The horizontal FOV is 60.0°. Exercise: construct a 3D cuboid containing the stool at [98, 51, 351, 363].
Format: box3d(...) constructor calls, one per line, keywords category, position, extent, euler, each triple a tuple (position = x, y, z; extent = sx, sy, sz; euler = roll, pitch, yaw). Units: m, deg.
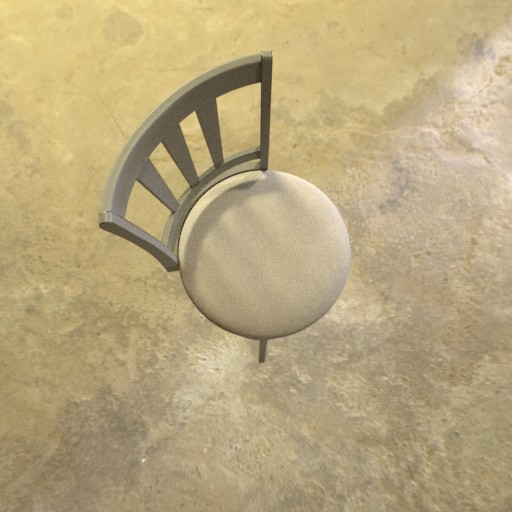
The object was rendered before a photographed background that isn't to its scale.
box3d(category="stool", position=(0.000, 0.000, 1.231), extent=(0.486, 0.994, 0.450), euler=(40, 79, 9))
